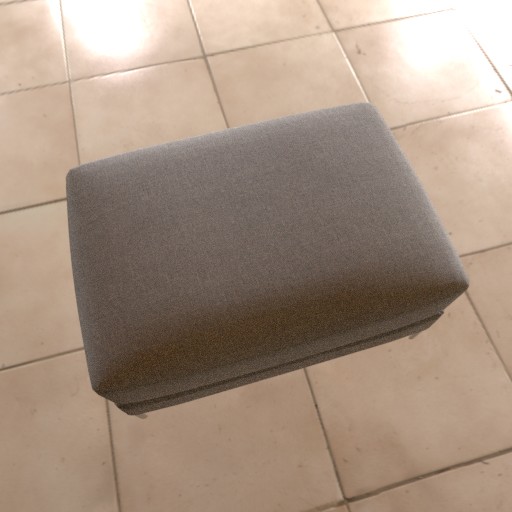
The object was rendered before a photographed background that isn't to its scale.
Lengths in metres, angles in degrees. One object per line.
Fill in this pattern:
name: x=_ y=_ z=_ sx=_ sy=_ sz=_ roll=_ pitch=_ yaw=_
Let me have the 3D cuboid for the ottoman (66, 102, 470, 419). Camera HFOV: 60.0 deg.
ottoman: x=0.000 y=0.000 z=1.152 sx=0.838 sy=0.457 sz=0.584 roll=-15 pitch=65 yaw=-7
